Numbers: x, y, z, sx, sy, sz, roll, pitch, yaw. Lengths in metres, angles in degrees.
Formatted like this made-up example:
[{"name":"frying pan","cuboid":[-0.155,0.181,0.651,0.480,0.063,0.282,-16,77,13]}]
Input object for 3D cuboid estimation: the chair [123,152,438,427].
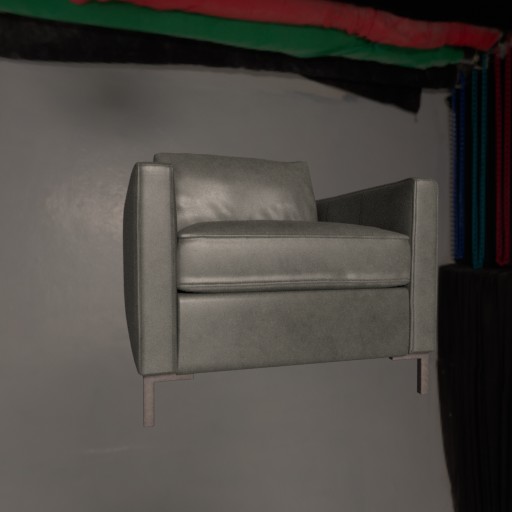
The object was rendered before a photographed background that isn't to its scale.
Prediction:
[{"name":"chair","cuboid":[0.000,0.000,1.514,0.967,0.824,0.861,0,1,-18]}]
